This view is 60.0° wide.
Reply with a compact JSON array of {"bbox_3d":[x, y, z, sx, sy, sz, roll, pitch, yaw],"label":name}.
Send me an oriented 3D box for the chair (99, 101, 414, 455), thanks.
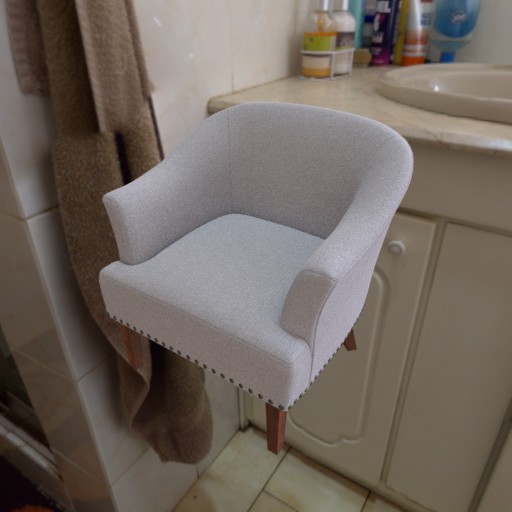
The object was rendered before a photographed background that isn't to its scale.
[{"bbox_3d":[0.000,0.000,1.419,0.798,0.815,0.704,19,36,30],"label":"chair"}]
